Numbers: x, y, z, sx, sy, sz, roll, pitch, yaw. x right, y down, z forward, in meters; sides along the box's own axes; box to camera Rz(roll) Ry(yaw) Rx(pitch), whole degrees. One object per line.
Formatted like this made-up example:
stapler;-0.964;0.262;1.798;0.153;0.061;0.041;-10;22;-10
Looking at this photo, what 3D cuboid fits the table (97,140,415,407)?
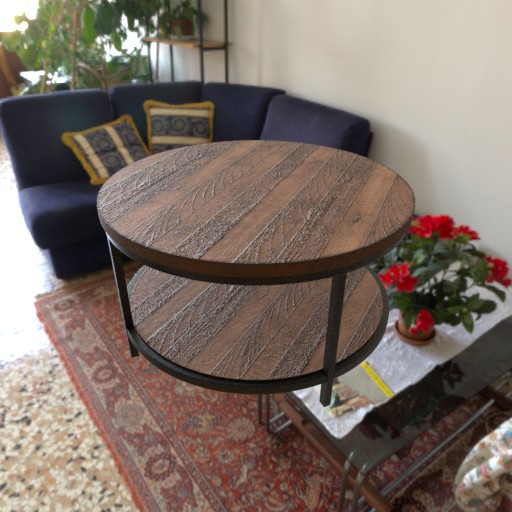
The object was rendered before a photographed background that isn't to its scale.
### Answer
table;0.000;0.000;1.335;0.837;0.462;0.837;0;31;0
